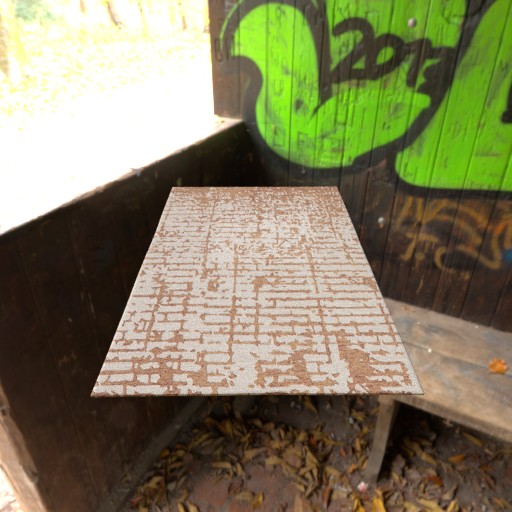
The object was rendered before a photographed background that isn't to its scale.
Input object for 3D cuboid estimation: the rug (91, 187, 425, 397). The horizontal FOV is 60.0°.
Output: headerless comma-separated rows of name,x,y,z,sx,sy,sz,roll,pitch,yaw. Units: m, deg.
rug,0.000,0.000,3.049,1.517,0.011,2.435,0,31,0
